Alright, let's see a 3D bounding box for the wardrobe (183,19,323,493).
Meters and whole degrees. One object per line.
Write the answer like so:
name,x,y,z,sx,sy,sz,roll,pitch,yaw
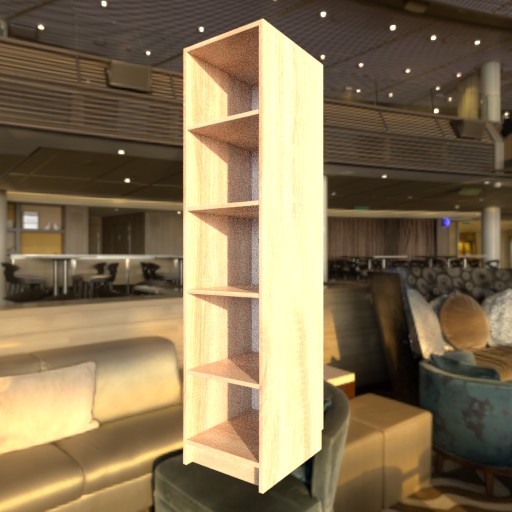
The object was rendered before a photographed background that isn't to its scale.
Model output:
wardrobe,0.000,0.000,2.357,0.496,2.117,0.588,0,0,36
